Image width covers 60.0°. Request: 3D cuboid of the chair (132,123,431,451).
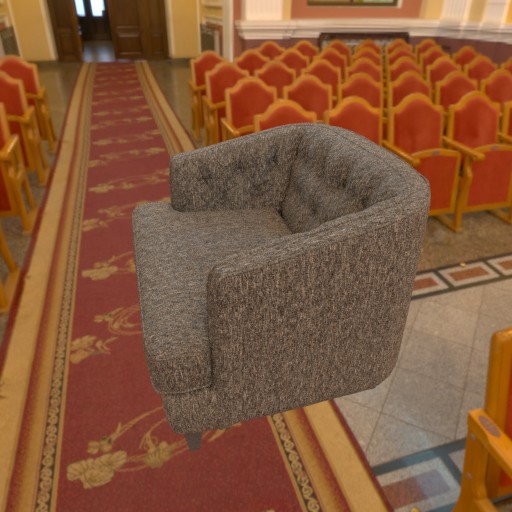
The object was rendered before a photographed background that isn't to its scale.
[{"bbox_3d":[0.000,0.000,1.773,0.941,0.852,1.104,-8,31,-14],"label":"chair"}]
